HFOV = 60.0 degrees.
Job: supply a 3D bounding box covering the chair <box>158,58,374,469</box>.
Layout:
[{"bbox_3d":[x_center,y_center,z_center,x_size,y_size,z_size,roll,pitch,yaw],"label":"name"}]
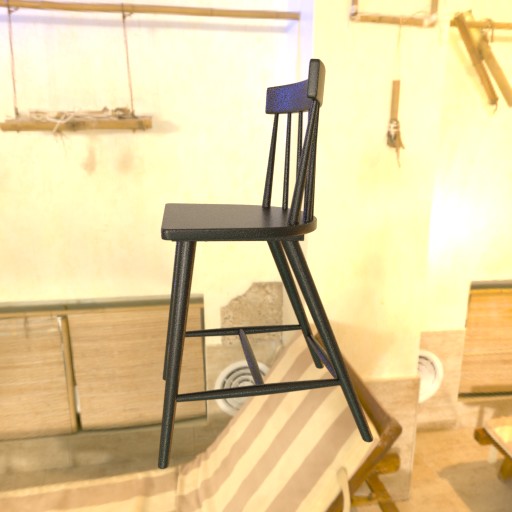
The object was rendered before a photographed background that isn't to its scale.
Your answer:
[{"bbox_3d":[0.000,0.000,1.245,0.572,0.952,0.483,-2,14,-10],"label":"chair"}]
